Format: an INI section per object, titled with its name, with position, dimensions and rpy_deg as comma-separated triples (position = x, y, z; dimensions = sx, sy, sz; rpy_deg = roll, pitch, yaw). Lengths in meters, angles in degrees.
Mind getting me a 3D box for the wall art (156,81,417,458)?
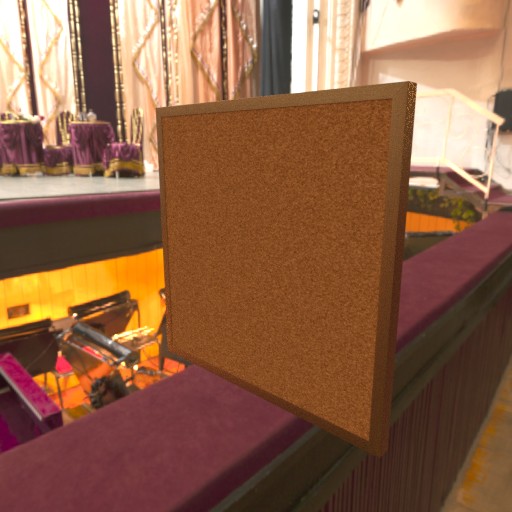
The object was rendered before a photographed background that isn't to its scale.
[wall art]
position = 0.000, 0.000, 1.135
dimensions = 0.767, 0.765, 0.036
rpy_deg = 13, 18, 42
